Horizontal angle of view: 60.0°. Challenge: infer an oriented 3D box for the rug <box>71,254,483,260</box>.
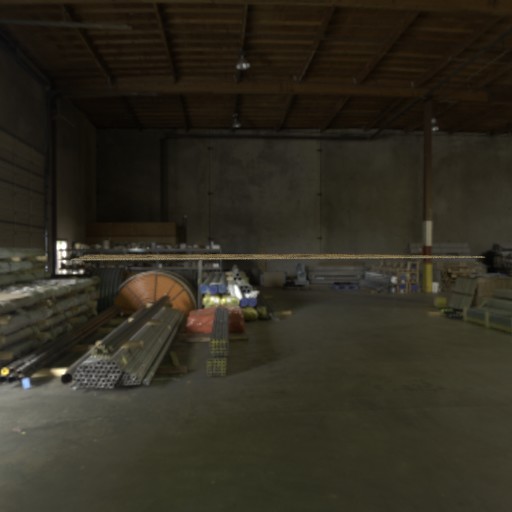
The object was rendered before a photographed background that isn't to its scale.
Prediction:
[{"bbox_3d":[0.000,0.000,4.089,2.977,0.008,2.380,0,1,-18],"label":"rug"}]
